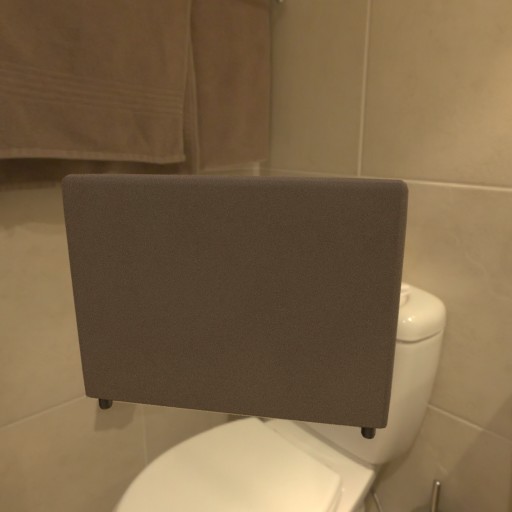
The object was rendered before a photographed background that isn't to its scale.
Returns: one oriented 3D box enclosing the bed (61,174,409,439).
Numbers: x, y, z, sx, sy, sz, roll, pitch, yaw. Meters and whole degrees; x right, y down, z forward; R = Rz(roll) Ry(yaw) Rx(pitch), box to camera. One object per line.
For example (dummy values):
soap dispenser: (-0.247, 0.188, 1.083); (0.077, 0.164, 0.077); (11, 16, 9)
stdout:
bed: (0.000, 0.000, 3.204); (1.723, 1.330, 2.142); (3, 16, 10)
